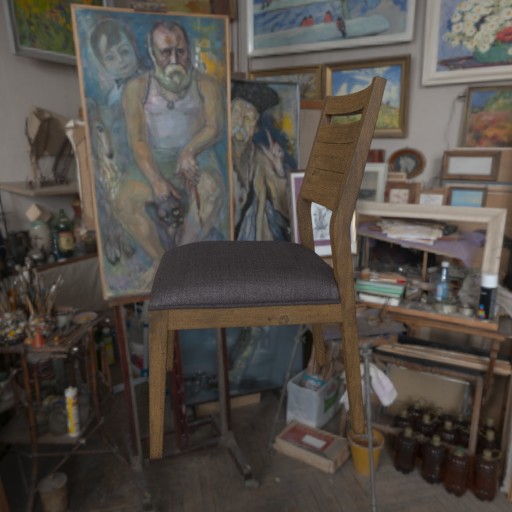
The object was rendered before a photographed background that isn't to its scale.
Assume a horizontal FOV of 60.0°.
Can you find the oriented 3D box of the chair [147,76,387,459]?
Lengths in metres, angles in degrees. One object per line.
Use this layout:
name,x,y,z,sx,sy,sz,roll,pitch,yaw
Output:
chair,0.000,0.000,1.302,0.610,0.939,0.501,-2,14,-7
